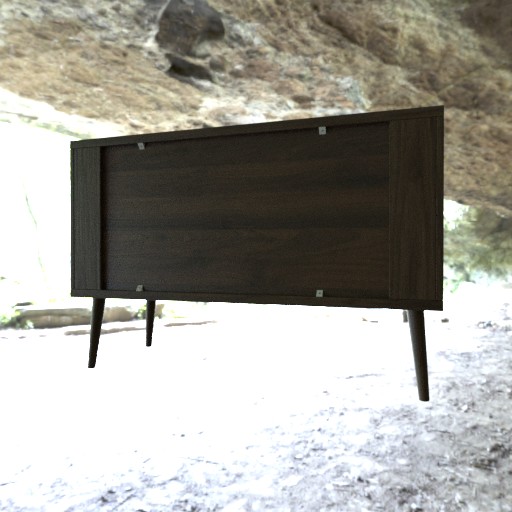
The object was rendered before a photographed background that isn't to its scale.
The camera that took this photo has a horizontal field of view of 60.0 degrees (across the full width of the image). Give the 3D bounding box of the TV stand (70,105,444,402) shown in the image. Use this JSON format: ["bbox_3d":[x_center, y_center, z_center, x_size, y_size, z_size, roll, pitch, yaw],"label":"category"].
[{"bbox_3d":[0.000,0.000,1.309,0.990,0.660,0.405,0,0,18],"label":"TV stand"}]
